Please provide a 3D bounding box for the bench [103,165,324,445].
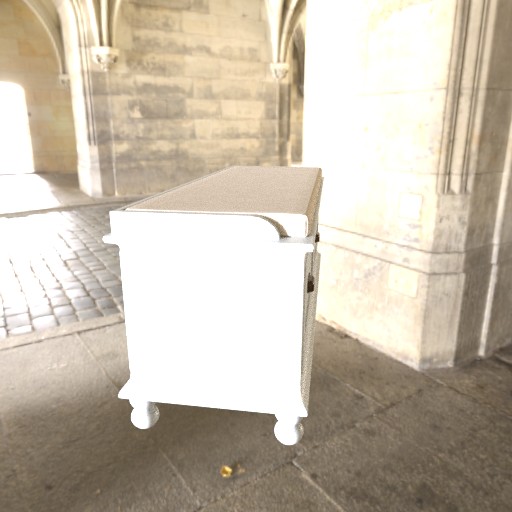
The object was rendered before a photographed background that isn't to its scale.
[{"bbox_3d":[0.000,0.000,1.434,0.402,0.486,1.185,3,16,9],"label":"bench"}]
